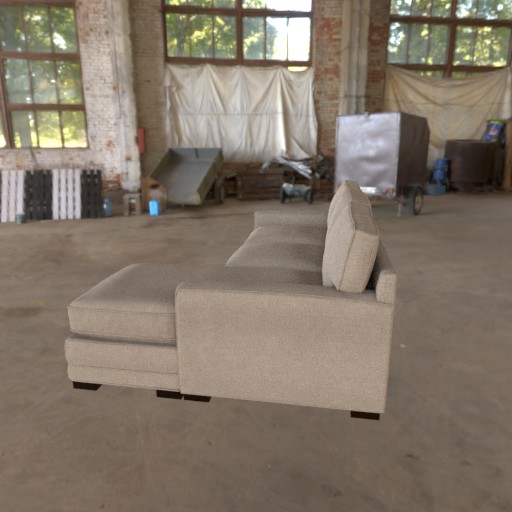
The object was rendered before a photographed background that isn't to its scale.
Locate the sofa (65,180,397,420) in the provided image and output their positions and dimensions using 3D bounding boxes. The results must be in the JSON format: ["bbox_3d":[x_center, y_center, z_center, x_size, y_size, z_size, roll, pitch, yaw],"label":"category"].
[{"bbox_3d":[0.000,0.000,2.910,1.496,0.861,2.087,3,16,10],"label":"sofa"}]
